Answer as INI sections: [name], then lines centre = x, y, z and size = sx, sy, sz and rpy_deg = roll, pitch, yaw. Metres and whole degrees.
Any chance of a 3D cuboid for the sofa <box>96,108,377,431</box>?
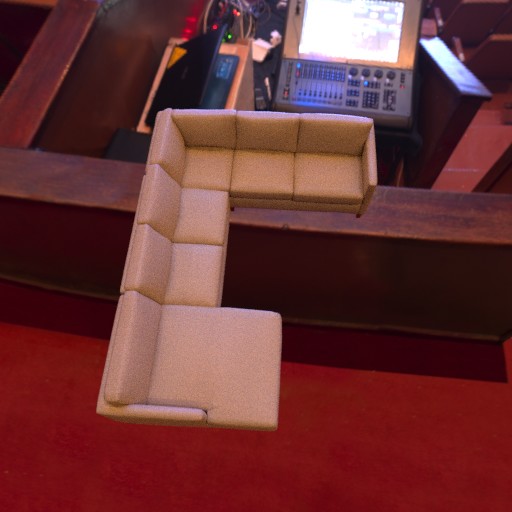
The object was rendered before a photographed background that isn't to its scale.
[sofa]
centre = 0.000, 0.000, 4.732
size = 2.594, 0.961, 3.460
rpy_deg = 3, 65, 2
